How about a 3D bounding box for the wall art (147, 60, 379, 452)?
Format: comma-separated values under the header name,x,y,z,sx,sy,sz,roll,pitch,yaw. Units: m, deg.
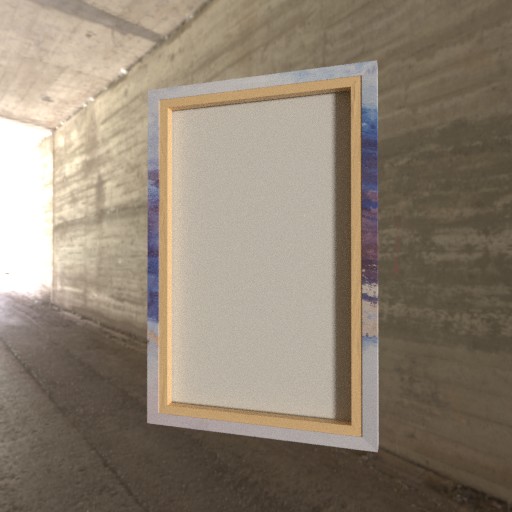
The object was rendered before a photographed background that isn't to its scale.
name,x,y,z,sx,sy,sz,roll,pitch,yaw
wall art,0.000,0.000,1.100,0.583,0.874,0.048,0,0,18
